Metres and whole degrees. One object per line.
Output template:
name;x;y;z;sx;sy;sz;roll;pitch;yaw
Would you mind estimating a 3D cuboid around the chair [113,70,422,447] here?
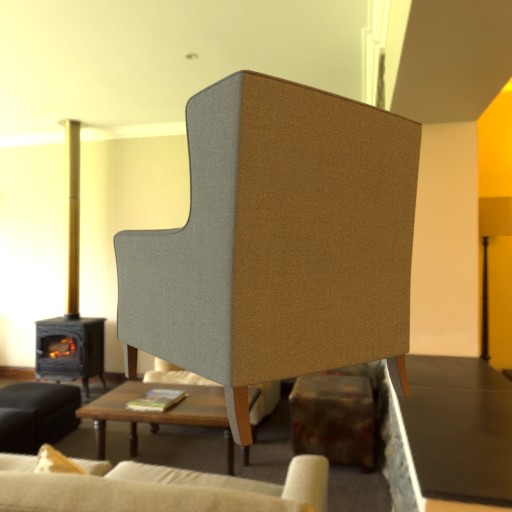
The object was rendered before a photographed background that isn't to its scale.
chair;0.000;0.000;1.810;0.866;1.056;1.040;0;-1;-36
